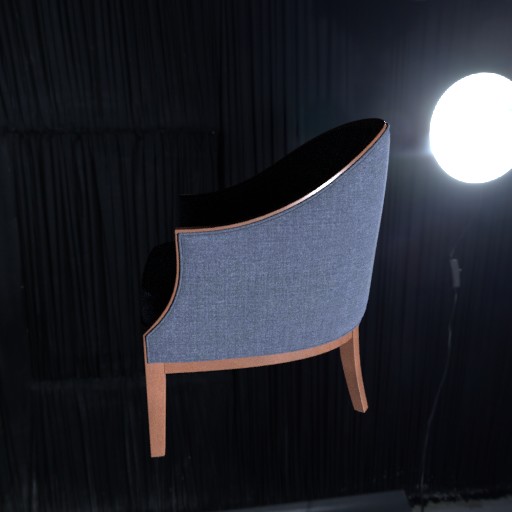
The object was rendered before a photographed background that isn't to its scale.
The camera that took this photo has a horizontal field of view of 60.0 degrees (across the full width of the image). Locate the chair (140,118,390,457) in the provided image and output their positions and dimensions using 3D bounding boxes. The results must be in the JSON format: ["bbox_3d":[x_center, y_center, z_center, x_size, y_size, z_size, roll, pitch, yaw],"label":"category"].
[{"bbox_3d":[0.000,0.000,1.468,0.735,0.876,0.803,-2,14,-8],"label":"chair"}]
